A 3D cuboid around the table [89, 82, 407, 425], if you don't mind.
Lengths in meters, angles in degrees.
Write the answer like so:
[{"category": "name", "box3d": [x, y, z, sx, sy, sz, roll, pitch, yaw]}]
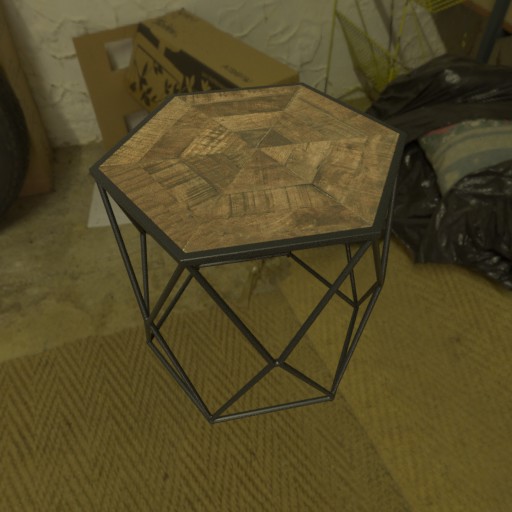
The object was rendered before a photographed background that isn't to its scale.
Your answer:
[{"category": "table", "box3d": [0.000, 0.000, 1.018, 0.579, 0.564, 0.578, -31, 54, -27]}]
